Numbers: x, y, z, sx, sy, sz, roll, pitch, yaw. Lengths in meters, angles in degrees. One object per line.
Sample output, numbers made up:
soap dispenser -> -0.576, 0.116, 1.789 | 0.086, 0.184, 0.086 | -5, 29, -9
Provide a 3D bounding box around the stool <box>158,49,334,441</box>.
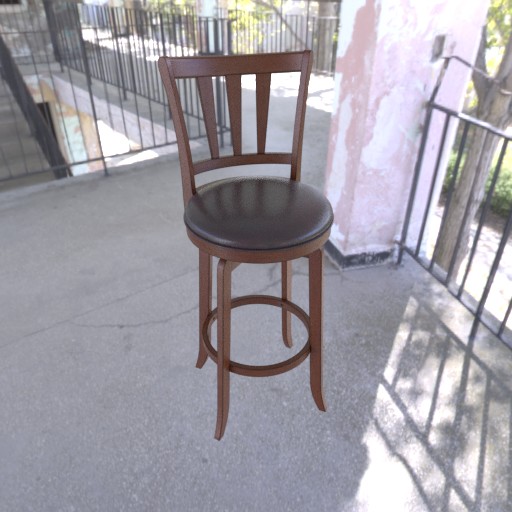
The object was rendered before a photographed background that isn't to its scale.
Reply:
stool -> 0.000, 0.000, 1.447 | 0.464, 1.177, 0.503 | -9, 33, -15
